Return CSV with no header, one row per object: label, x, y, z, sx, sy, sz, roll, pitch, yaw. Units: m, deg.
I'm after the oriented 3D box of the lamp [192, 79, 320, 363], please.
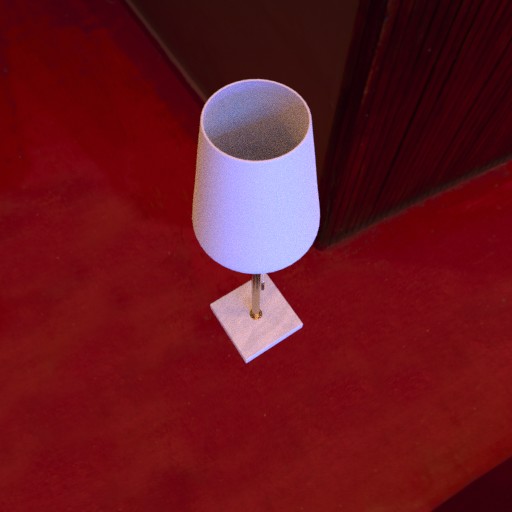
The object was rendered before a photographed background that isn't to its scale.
lamp,0.000,0.000,0.748,0.181,0.639,0.181,-30,67,-14
